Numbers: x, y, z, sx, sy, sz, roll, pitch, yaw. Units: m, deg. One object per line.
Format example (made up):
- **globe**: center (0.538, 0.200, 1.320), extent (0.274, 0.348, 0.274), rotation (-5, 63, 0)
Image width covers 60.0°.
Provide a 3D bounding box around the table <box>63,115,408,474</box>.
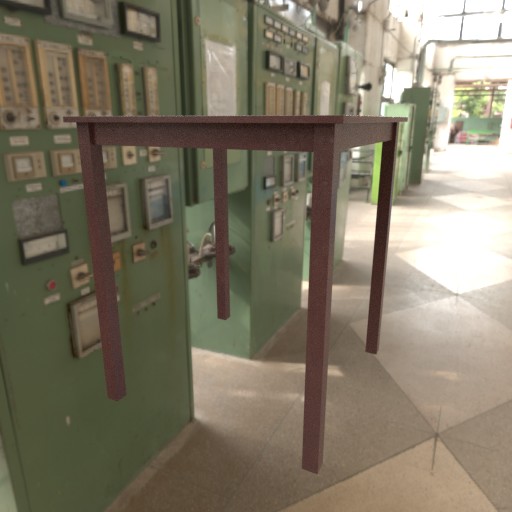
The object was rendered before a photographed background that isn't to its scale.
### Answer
- **table**: center (0.000, 0.000, 1.653), extent (0.861, 0.991, 0.861), rotation (9, 19, 26)
